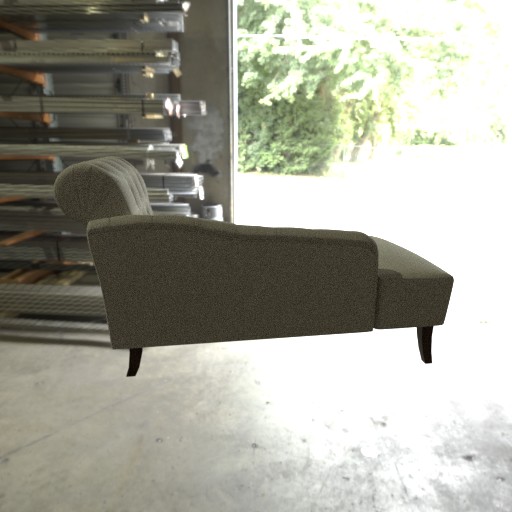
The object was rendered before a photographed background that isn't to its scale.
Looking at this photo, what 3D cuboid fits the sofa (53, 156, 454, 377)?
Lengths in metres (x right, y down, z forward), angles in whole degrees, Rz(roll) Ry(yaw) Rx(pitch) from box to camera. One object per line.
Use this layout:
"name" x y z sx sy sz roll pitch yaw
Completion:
"sofa" 0.000 0.000 1.821 1.379 0.787 0.675 -2 15 -9
